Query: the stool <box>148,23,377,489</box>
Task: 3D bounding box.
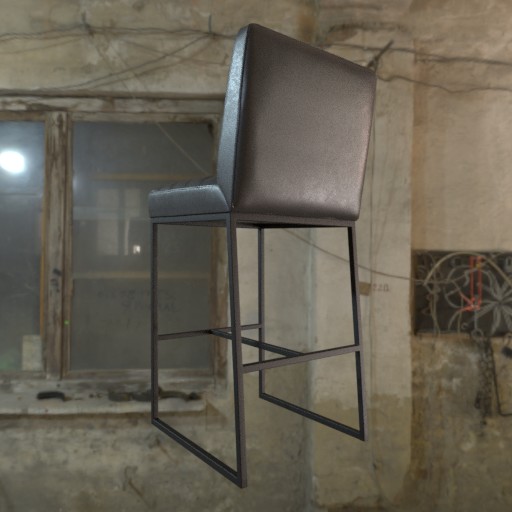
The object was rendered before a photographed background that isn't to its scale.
[{"bbox_3d":[0.000,0.000,1.308,0.457,1.040,0.552,0,0,-37],"label":"stool"}]
